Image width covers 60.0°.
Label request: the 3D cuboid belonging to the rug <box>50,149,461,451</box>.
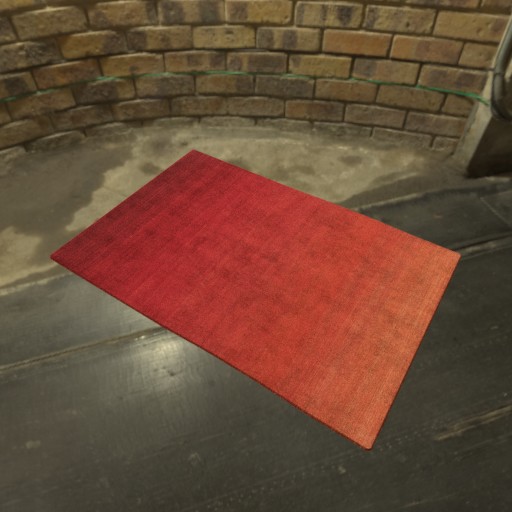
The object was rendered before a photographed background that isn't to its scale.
[{"bbox_3d":[0.000,0.000,2.364,1.835,0.018,1.230,26,52,22],"label":"rug"}]
